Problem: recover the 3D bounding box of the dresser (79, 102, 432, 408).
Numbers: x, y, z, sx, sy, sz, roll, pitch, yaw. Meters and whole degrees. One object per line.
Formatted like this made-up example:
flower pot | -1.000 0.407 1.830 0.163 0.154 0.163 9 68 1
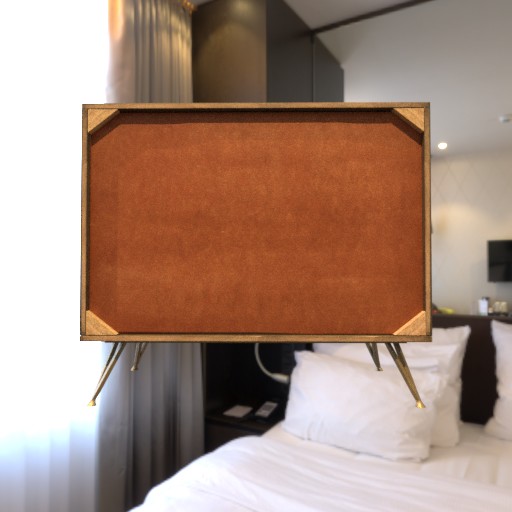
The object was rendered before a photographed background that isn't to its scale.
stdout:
dresser | 0.000 0.000 1.390 0.923 0.801 0.453 0 -1 1
